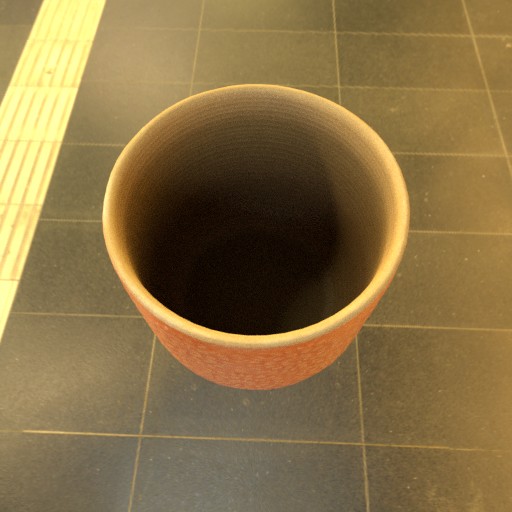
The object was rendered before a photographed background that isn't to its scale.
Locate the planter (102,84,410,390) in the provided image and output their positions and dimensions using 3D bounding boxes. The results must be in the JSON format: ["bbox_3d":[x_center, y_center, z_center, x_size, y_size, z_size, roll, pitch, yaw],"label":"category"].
[{"bbox_3d":[0.000,0.000,0.299,0.170,0.152,0.170,0,63,0],"label":"planter"}]
